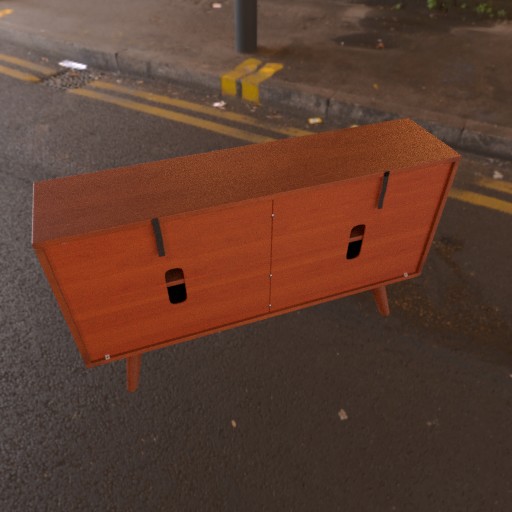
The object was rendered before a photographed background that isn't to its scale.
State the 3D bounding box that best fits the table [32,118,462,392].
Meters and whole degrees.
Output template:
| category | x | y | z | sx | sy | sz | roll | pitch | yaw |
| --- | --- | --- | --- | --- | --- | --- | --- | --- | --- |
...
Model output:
| category | x | y | z | sx | sy | sz | roll | pitch | yaw |
| --- | --- | --- | --- | --- | --- | --- | --- | --- | --- |
| table | 0.000 | 0.000 | 1.524 | 1.220 | 0.698 | 0.308 | -13 | 44 | -15 |
